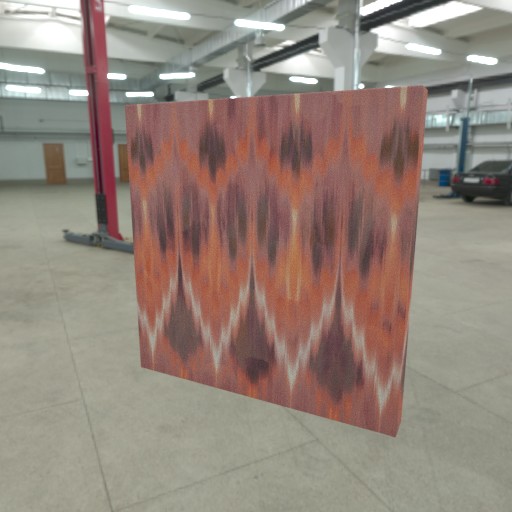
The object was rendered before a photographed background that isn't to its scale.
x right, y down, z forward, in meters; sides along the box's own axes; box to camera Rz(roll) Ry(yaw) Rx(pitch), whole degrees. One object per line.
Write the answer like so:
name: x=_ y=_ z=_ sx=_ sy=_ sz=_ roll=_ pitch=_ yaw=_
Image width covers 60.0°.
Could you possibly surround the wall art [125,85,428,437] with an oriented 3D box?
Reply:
wall art: x=0.000 y=0.000 z=0.602 sx=0.403 sy=0.406 sz=0.038 roll=6 pitch=14 yaw=27
